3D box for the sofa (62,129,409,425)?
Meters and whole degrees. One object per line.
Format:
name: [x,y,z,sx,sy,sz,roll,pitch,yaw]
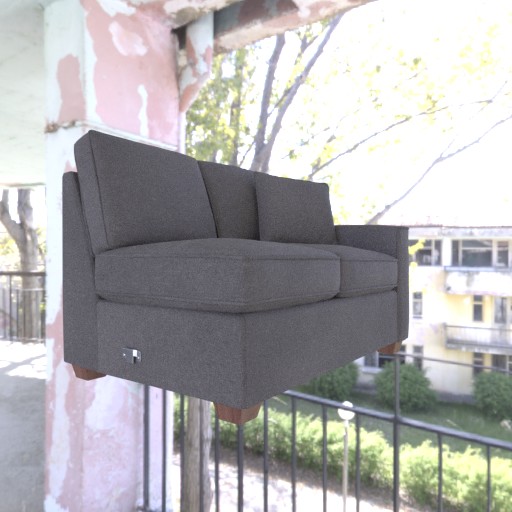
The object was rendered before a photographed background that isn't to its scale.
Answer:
sofa: [0.000,0.000,2.042,0.991,0.989,1.388,0,0,38]
